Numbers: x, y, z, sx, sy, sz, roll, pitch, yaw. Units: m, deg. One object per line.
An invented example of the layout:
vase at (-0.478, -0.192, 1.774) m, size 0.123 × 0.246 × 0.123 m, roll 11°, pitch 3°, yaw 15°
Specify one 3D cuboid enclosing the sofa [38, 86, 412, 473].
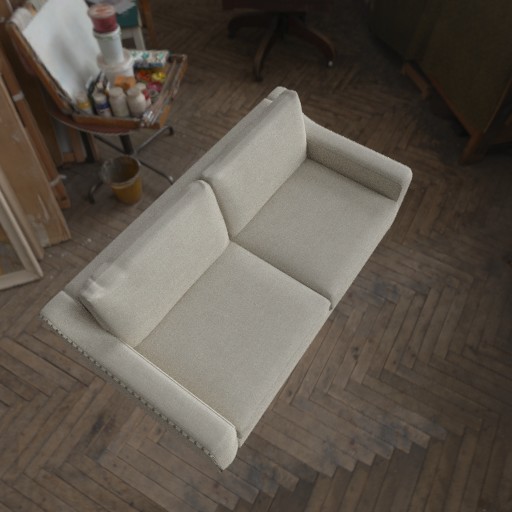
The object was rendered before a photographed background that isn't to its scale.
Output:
sofa at (0.000, 0.000, 2.693) m, size 1.104 × 0.983 × 2.107 m, roll 31°, pitch 63°, yaw 18°
